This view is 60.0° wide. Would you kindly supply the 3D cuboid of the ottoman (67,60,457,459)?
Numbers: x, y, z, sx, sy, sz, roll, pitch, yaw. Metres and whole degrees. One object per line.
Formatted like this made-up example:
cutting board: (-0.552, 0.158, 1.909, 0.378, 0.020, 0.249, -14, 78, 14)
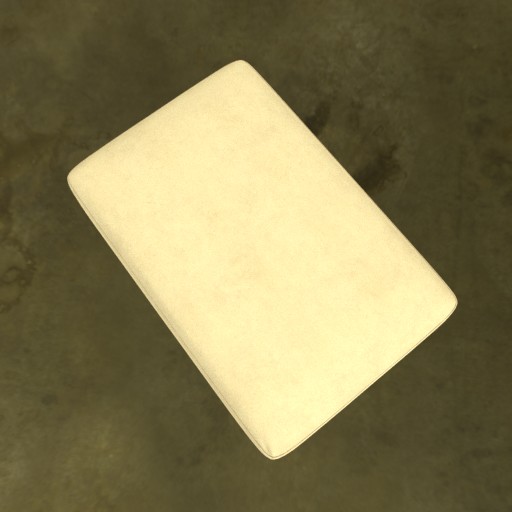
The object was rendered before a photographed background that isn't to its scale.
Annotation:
ottoman: (0.000, 0.000, 1.229, 0.584, 0.483, 0.864, -37, 79, -8)
